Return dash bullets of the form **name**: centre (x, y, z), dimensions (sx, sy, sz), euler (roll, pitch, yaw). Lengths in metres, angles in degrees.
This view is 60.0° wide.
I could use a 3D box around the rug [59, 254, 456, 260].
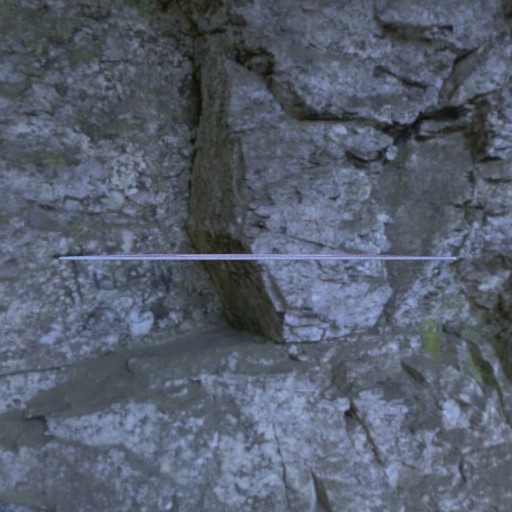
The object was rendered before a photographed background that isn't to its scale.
- **rug**: centre (0.000, 0.000, 4.269), dimensions (2.447, 0.017, 3.123), euler (0, 1, -1)
